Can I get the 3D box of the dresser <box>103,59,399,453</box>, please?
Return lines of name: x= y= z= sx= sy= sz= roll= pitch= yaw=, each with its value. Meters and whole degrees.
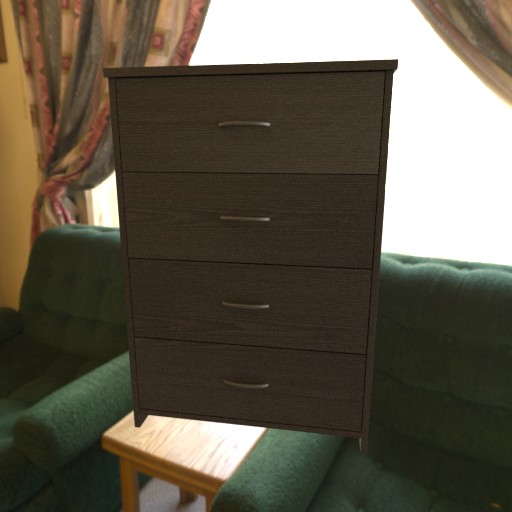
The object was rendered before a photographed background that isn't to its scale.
dresser: x=0.000 y=0.000 z=1.338 sx=0.704 sy=1.020 sz=0.399 roll=2 pitch=14 yaw=10
